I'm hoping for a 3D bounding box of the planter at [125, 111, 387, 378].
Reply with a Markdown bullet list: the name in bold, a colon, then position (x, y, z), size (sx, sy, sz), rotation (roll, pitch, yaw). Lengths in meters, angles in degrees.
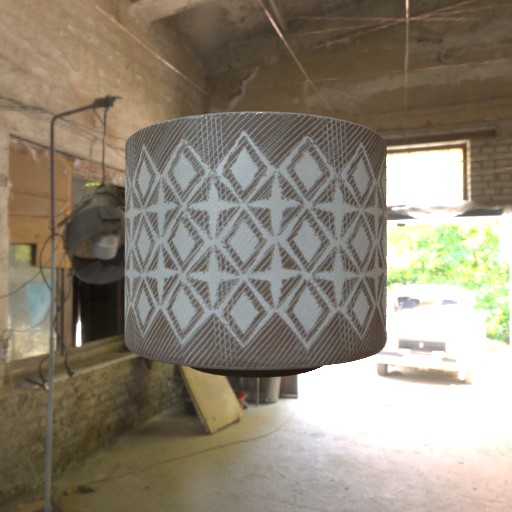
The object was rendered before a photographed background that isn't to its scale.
- **planter**: position (0.000, 0.000, 0.223), size (0.126, 0.104, 0.126), rotation (0, -1, 0)
